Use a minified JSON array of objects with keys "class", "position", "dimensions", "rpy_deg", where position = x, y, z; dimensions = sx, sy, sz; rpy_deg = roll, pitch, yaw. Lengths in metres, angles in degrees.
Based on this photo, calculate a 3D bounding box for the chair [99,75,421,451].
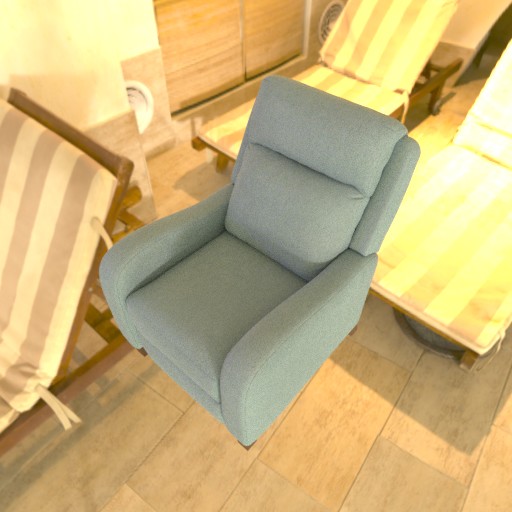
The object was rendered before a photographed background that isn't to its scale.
[{"class":"chair","position":[0.000,0.000,1.768],"dimensions":[0.785,1.067,0.988],"rpy_deg":[32,54,27]}]
